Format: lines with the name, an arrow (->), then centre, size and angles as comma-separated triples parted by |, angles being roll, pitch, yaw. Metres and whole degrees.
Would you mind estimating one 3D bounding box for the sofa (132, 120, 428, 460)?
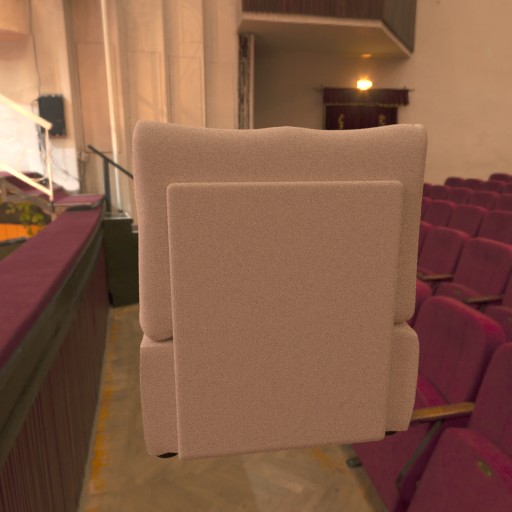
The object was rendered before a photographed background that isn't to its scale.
sofa -> 0.000, 0.000, 1.503 | 0.700, 0.820, 1.000 | -2, 13, -9
